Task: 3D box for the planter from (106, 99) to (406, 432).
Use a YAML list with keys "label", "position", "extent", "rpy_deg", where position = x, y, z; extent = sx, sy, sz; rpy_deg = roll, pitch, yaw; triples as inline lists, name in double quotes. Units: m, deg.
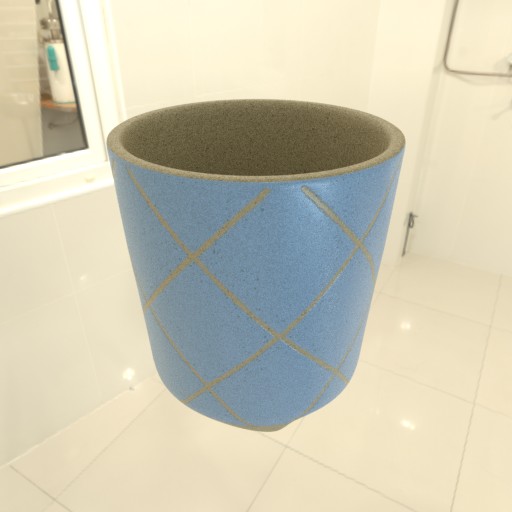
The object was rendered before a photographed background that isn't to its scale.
- label: "planter"
  position: [0.000, 0.000, 0.409]
  extent: [0.227, 0.235, 0.227]
  rpy_deg: [0, 31, 0]
